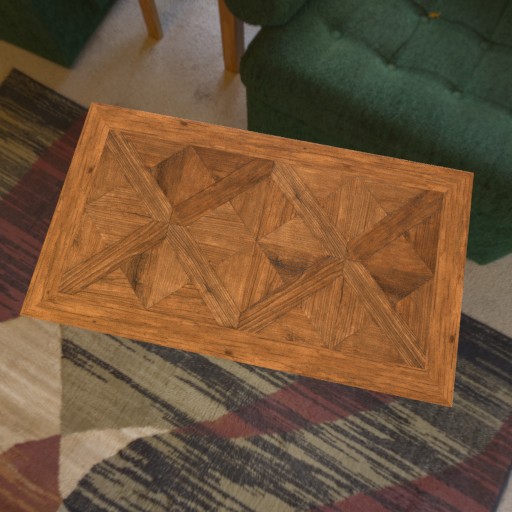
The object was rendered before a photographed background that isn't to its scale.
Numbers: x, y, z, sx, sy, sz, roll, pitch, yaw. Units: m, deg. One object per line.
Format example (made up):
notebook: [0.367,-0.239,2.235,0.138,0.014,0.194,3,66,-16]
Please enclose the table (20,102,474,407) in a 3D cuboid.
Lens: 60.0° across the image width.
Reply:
table: [0.000,0.000,1.696,1.400,0.410,0.800,11,76,3]
